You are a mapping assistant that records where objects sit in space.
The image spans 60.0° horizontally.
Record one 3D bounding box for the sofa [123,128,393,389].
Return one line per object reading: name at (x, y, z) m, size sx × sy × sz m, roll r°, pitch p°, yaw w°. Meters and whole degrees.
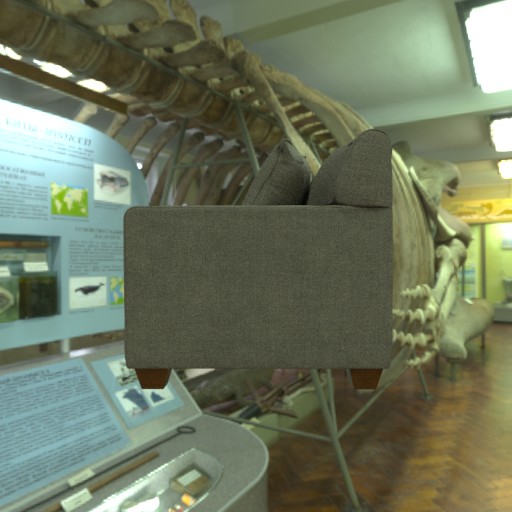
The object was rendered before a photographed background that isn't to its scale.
sofa at (0.000, 0.000, 2.546) m, size 0.997 × 0.958 × 2.024 m, roll 0°, pitch 0°, yaw 0°
